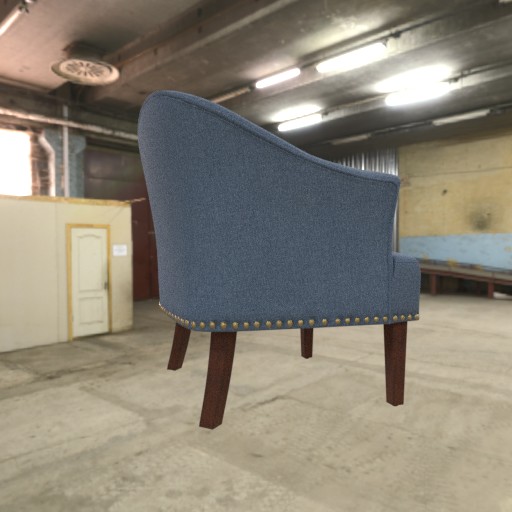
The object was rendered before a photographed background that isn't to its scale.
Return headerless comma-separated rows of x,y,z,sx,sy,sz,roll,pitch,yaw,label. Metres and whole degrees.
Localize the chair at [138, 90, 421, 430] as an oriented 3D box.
0.000,0.000,1.380,0.704,0.815,0.772,0,1,-19,chair
